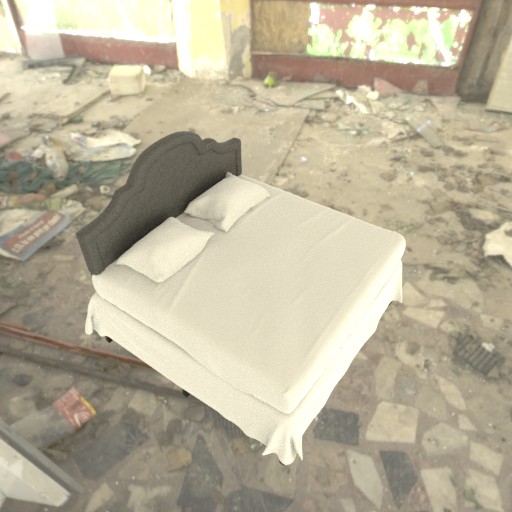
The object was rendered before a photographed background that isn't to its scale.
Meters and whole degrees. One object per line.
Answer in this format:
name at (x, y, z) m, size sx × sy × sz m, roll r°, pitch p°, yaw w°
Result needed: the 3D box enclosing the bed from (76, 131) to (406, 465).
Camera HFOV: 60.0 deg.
bed at (0.000, 0.000, 3.798) m, size 2.222 × 1.631 × 2.303 m, roll 25°, pitch 47°, yaw 26°
